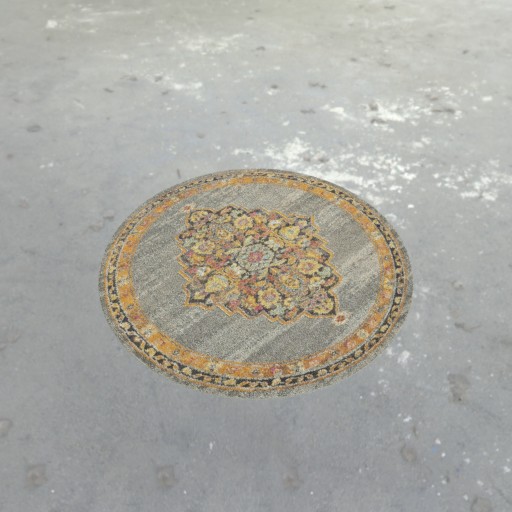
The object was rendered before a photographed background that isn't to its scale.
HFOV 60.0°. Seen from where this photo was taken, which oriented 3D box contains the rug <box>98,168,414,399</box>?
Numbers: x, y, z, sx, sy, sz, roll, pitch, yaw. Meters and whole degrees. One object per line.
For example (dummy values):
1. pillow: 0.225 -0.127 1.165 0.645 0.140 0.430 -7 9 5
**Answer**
1. rug: 0.000 0.000 3.448 2.382 0.014 2.382 0 45 0
